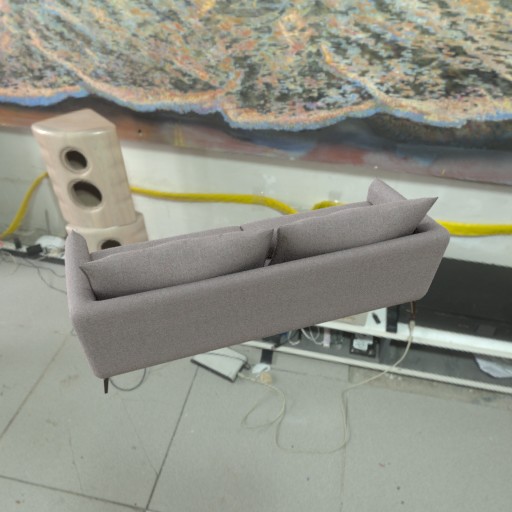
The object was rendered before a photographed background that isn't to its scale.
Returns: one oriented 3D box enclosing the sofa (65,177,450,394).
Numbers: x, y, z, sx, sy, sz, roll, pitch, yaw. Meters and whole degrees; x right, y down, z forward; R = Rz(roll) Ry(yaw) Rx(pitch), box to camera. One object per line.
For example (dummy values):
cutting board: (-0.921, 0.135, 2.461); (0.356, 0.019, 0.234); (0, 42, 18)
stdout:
sofa: (0.000, 0.000, 2.486); (2.022, 0.833, 0.809); (-12, 42, -13)
